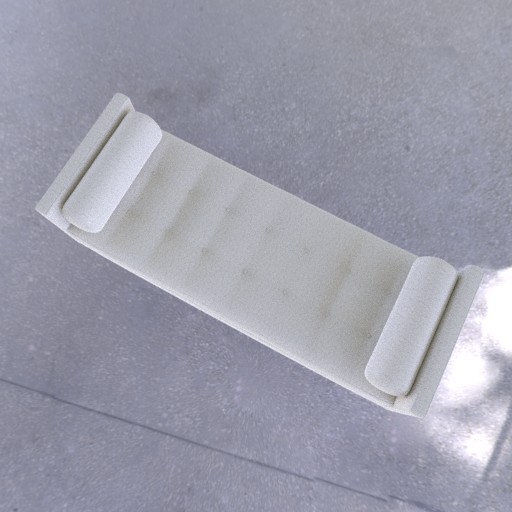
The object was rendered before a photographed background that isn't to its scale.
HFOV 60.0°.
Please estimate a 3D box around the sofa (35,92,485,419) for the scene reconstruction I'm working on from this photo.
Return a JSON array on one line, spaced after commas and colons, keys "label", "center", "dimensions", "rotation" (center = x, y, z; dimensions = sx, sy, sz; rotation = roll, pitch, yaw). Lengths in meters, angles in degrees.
[{"label": "sofa", "center": [0.000, 0.000, 2.320], "dimensions": [1.985, 0.641, 0.746], "rotation": [27, 77, 7]}]
